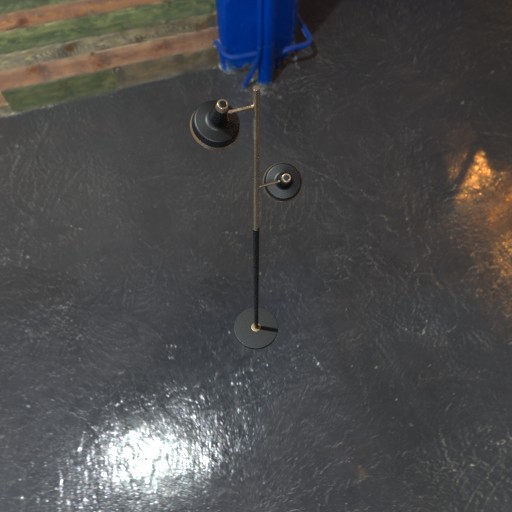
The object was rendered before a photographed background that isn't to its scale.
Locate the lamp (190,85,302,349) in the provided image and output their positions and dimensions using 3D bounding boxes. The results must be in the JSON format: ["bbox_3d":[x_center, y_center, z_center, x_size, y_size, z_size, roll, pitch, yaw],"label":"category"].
[{"bbox_3d":[0.000,0.000,1.825,0.351,1.674,0.253,-16,61,-9],"label":"lamp"}]
